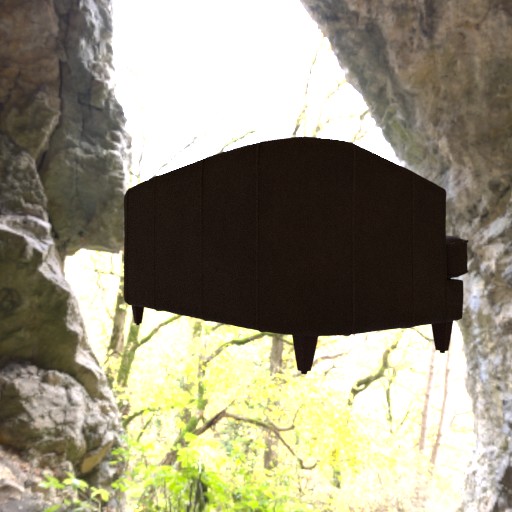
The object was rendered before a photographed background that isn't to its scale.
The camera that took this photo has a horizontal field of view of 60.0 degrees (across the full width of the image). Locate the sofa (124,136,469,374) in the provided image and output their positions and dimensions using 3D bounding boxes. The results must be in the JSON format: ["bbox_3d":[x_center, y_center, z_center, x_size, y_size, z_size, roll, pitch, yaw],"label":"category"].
[{"bbox_3d":[0.000,0.000,2.240,0.917,0.799,1.767,1,-1,-37],"label":"sofa"}]
